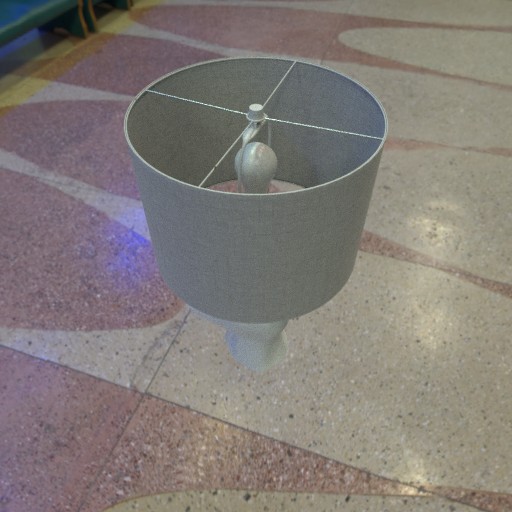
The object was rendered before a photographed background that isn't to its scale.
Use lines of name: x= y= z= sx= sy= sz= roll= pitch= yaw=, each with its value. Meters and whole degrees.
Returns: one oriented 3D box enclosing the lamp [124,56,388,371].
lamp: x=0.000 y=0.000 z=0.692 sx=0.298 sy=0.503 sz=0.298 roll=16 pitch=50 yaw=14
